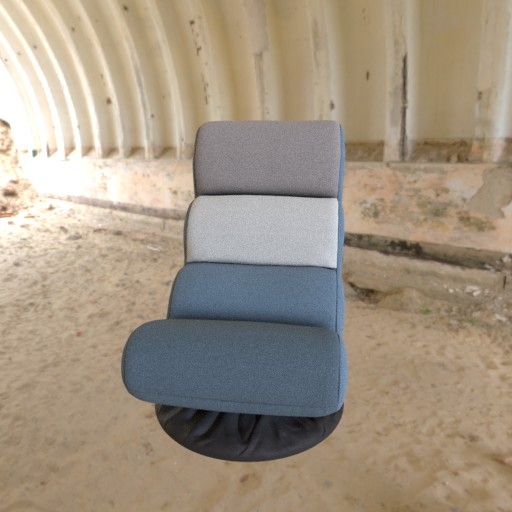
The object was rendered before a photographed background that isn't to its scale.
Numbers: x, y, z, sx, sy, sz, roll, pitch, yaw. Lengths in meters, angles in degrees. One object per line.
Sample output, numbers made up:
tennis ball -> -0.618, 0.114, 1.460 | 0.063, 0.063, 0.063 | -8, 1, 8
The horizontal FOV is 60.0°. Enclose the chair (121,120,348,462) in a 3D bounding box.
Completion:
chair -> 0.000, 0.000, 1.032 | 0.420, 0.641, 0.661 | 2, 14, 8
